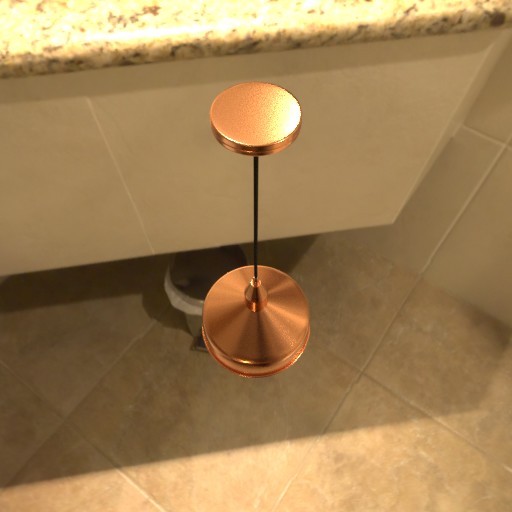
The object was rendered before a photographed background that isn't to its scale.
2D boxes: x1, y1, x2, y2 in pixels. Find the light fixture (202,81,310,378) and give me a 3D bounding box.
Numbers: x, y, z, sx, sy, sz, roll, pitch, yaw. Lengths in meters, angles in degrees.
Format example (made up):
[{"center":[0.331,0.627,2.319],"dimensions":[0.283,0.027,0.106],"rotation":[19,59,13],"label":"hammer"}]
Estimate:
[{"center":[0.000,0.000,0.913],"dimensions":[0.301,0.754,0.301],"rotation":[-1,60,0],"label":"light fixture"}]
